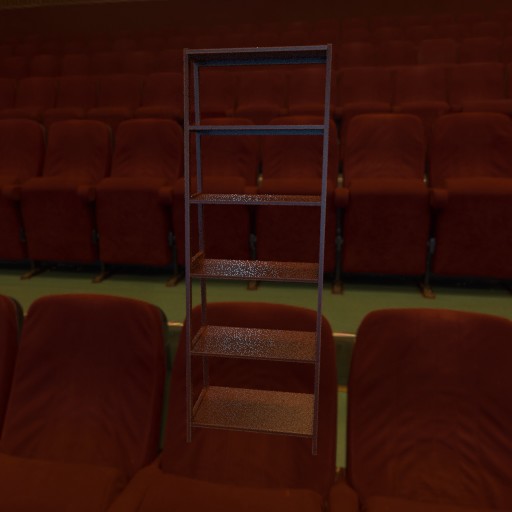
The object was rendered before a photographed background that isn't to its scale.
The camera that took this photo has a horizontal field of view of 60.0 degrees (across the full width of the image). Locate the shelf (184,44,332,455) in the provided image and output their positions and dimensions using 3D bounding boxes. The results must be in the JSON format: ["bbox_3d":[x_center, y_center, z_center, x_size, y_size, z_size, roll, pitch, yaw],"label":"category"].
[{"bbox_3d":[0.000,0.000,2.172,0.660,1.892,0.381,2,14,8],"label":"shelf"}]
